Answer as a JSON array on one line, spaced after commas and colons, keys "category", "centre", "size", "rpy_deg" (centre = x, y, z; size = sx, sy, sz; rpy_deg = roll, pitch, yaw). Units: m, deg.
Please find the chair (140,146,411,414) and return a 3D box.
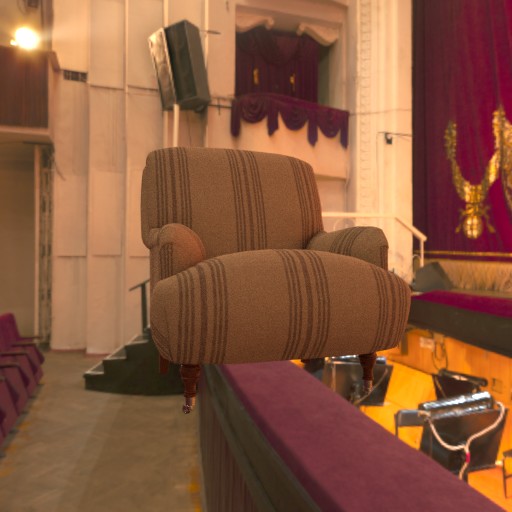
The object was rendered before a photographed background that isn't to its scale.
[{"category": "chair", "centre": [0.000, 0.000, 1.636], "size": [0.813, 0.940, 0.914], "rpy_deg": [0, -1, -18]}]
